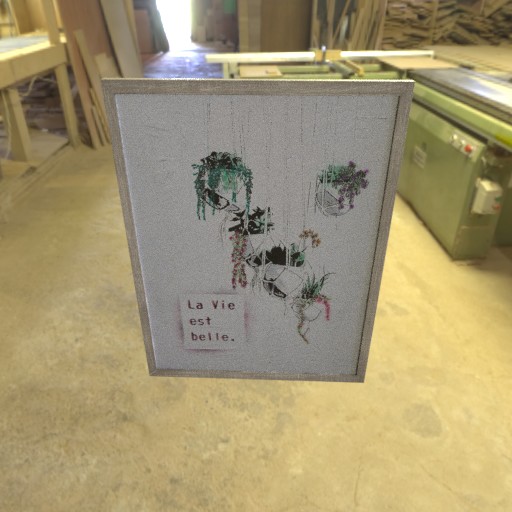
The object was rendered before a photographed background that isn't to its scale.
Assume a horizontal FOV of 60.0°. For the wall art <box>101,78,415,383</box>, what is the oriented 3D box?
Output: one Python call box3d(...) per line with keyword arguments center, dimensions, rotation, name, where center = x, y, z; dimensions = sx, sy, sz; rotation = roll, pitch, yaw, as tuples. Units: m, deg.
box3d(center=(0.000, 0.000, 1.367), dimensions=(0.781, 1.022, 0.035), rotation=(1, 30, 2), name="wall art")
